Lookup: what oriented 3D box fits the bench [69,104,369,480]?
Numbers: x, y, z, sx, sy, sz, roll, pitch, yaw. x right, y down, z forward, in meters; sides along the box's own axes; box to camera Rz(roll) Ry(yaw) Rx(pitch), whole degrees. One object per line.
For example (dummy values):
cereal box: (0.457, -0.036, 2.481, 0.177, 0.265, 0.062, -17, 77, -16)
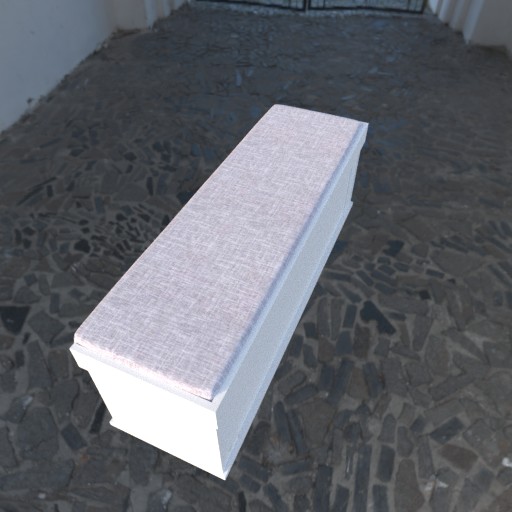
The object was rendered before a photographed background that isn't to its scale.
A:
bench: (0.000, 0.000, 1.426, 0.363, 0.453, 1.196, 18, 48, 17)
